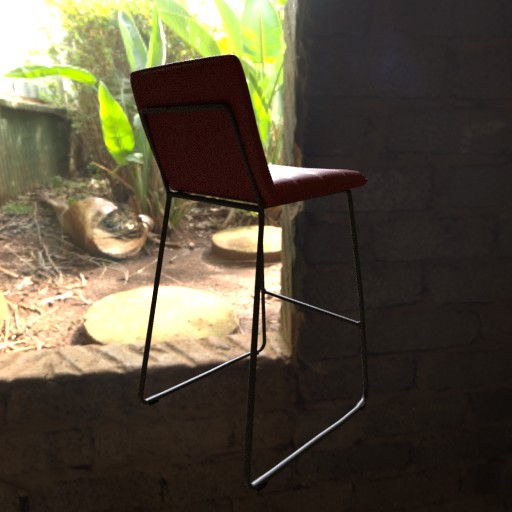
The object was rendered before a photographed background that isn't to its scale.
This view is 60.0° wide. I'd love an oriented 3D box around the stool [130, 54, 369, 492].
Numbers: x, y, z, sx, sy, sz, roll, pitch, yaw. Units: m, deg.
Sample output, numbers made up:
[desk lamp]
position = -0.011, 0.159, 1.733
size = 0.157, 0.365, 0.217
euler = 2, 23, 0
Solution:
[stool]
position = 0.000, 0.000, 1.213
size = 0.524, 0.937, 0.489
euler = -15, 22, -42
